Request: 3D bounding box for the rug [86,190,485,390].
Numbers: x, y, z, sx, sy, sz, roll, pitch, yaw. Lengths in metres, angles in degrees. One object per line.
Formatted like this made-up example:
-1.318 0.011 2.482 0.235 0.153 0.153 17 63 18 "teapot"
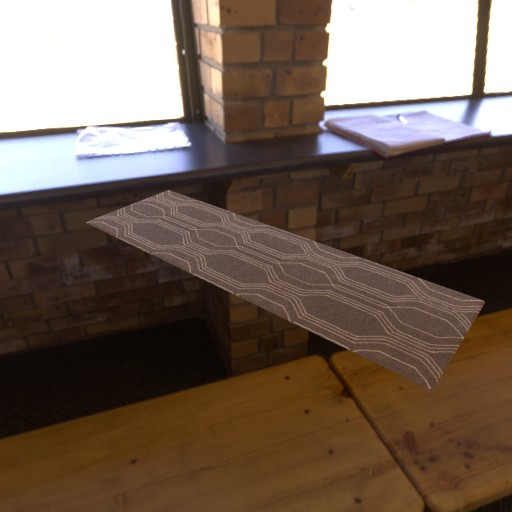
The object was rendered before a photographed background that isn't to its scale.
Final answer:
0.000 0.000 2.727 2.464 0.012 0.773 22 37 33 "rug"
